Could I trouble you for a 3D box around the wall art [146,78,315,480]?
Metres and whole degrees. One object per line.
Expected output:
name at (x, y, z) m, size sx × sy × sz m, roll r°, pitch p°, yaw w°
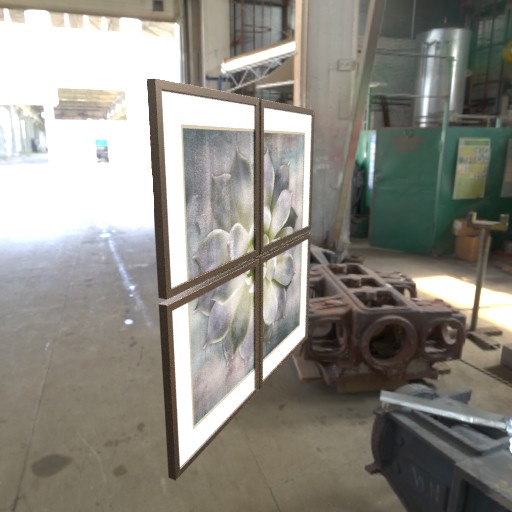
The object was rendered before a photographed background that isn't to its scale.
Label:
wall art at (0.000, 0.000, 1.538) m, size 0.030 × 1.032 × 1.032 m, roll 7°, pitch 16°, yaw 26°
